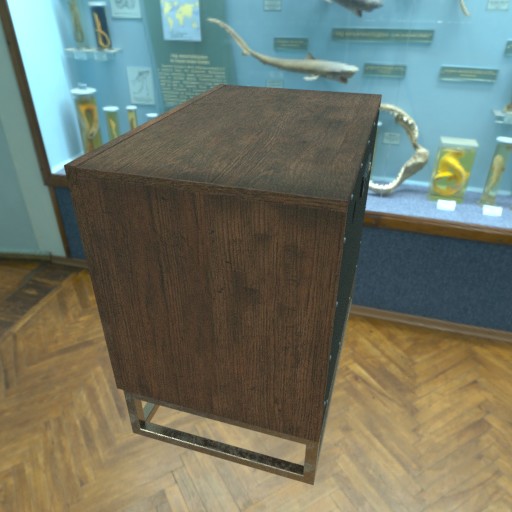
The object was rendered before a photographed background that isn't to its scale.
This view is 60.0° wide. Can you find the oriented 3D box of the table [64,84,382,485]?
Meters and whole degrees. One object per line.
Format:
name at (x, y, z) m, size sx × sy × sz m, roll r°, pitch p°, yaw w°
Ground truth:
table at (0.000, 0.000, 1.236) m, size 0.542 × 0.746 × 0.767 m, roll 9°, pitch 33°, yaw 15°
